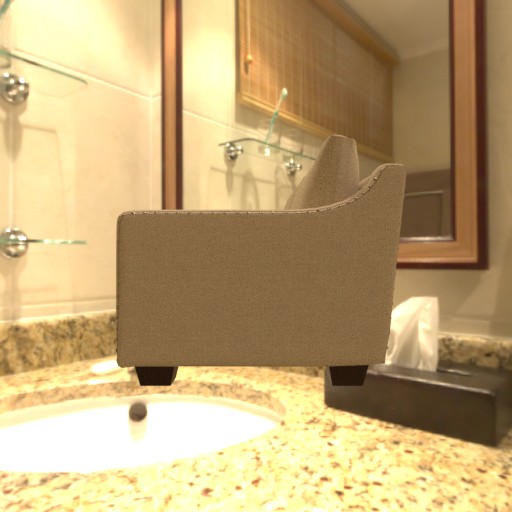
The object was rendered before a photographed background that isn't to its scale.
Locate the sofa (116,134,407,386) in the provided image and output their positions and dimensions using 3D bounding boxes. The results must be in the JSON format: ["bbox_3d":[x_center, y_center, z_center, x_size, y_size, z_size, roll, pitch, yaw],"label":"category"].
[{"bbox_3d":[0.000,0.000,2.663,1.104,0.983,2.107,0,0,0],"label":"sofa"}]
